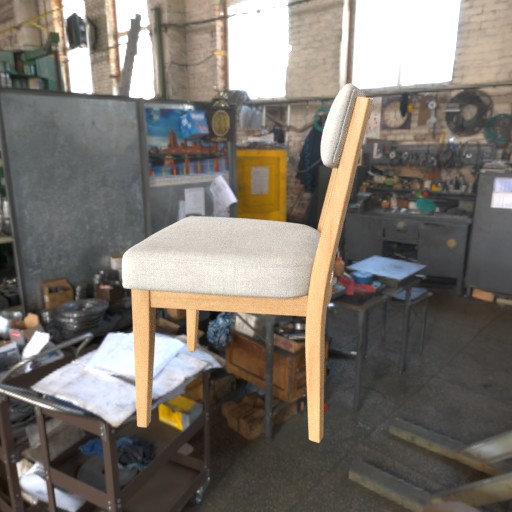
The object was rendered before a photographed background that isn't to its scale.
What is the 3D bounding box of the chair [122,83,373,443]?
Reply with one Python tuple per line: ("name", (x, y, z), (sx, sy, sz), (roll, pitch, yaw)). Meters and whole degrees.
("chair", (0.000, 0.000, 1.220), (0.572, 0.832, 0.508), (2, 15, 9))
